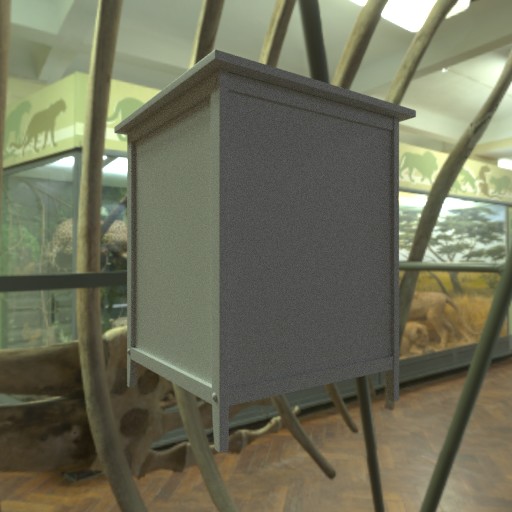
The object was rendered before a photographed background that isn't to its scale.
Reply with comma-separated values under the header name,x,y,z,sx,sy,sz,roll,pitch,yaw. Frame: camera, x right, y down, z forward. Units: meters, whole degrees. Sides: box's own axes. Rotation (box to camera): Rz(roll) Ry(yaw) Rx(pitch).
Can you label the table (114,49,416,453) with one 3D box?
name,x,y,z,sx,sy,sz,roll,pitch,yaw
table,0.000,0.000,0.781,0.381,0.483,0.381,0,0,-35
